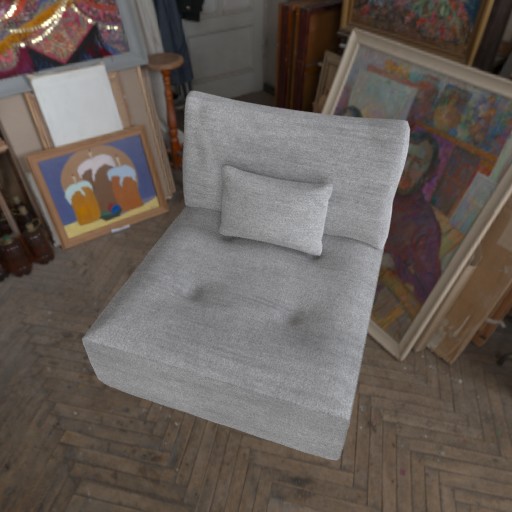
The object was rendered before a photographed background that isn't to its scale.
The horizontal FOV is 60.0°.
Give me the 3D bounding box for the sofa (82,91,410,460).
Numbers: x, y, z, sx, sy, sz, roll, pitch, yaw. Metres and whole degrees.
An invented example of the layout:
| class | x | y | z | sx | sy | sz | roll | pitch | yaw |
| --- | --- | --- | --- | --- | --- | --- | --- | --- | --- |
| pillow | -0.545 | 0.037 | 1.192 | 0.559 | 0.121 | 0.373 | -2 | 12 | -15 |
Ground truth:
| class | x | y | z | sx | sy | sz | roll | pitch | yaw |
| --- | --- | --- | --- | --- | --- | --- | --- | --- | --- |
| sofa | 0.000 | 0.000 | 1.693 | 0.930 | 0.820 | 1.000 | 13 | 44 | 14 |
